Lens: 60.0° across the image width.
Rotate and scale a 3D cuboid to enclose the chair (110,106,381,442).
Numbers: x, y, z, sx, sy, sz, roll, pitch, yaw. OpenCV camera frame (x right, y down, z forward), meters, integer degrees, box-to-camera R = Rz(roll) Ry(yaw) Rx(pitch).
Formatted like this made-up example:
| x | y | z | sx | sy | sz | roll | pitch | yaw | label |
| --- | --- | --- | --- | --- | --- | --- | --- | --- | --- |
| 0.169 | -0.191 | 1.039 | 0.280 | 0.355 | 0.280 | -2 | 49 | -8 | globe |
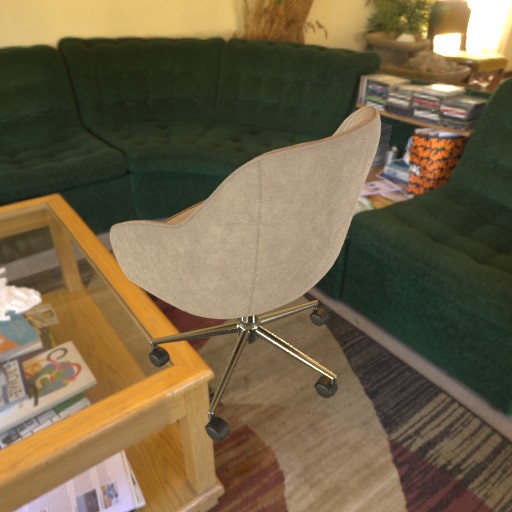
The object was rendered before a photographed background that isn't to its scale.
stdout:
| x | y | z | sx | sy | sz | roll | pitch | yaw | label |
| --- | --- | --- | --- | --- | --- | --- | --- | --- | --- |
| 0.000 | 0.000 | 1.265 | 0.573 | 0.831 | 0.635 | 21 | 38 | 30 | chair |
